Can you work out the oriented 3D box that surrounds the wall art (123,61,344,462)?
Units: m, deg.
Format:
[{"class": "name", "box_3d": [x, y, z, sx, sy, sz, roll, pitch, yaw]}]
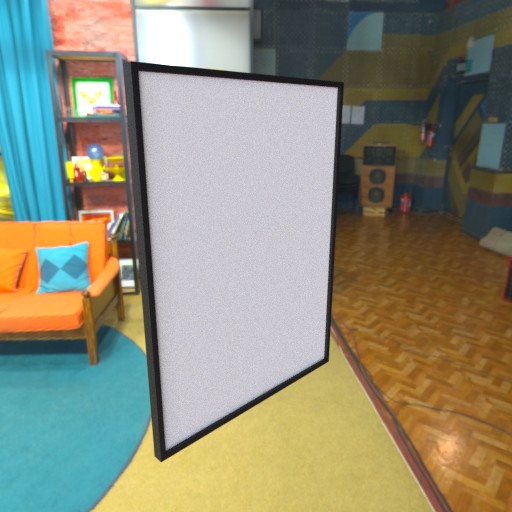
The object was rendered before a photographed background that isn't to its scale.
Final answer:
[{"class": "wall art", "box_3d": [0.000, 0.000, 1.406, 0.802, 1.070, 0.036, -16, 23, -42]}]
